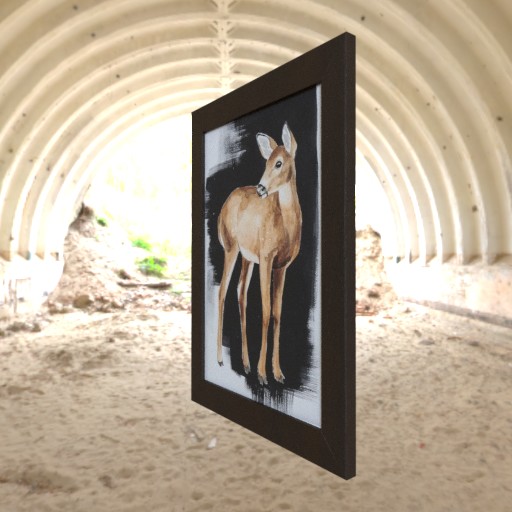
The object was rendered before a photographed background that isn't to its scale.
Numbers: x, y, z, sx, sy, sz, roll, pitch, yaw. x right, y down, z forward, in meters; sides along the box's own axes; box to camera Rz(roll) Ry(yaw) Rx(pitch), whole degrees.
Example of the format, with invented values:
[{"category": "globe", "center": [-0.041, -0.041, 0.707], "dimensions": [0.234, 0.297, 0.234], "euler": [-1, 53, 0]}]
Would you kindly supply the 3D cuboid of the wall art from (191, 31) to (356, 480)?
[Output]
[{"category": "wall art", "center": [0.000, 0.000, 0.653], "dimensions": [0.017, 0.513, 0.359], "euler": [0, 0, -38]}]
